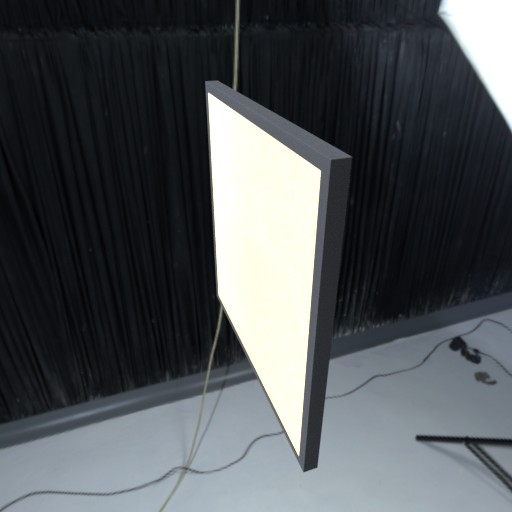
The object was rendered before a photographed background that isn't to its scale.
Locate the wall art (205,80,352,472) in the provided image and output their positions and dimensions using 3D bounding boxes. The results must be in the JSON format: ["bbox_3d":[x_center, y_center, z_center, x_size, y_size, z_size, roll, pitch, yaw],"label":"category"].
[{"bbox_3d":[0.000,0.000,1.171,0.037,0.760,0.762,-10,32,-17],"label":"wall art"}]
